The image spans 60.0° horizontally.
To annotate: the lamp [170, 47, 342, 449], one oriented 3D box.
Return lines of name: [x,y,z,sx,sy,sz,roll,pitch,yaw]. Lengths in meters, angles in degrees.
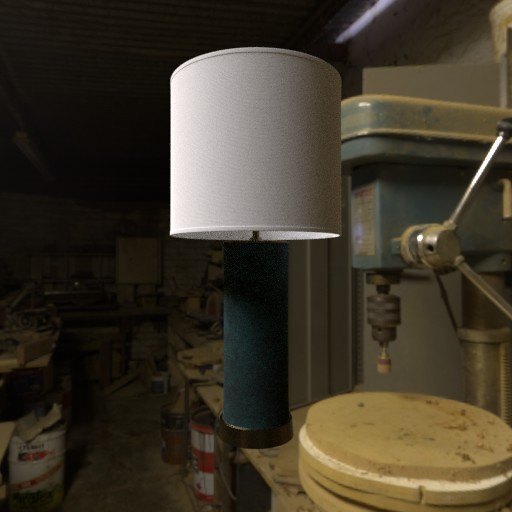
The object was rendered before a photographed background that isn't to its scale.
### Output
lamp: [0.000,0.000,0.790,0.301,0.630,0.301,0,-1,-19]
